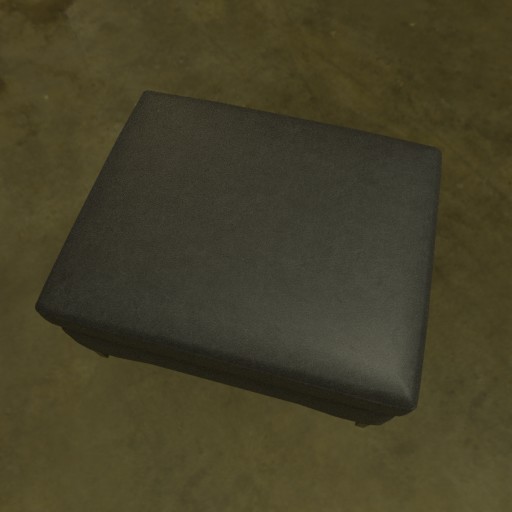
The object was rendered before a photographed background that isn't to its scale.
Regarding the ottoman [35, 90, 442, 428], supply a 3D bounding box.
[{"bbox_3d":[0.000,0.000,1.724,1.187,0.696,0.967,13,65,6],"label":"ottoman"}]
